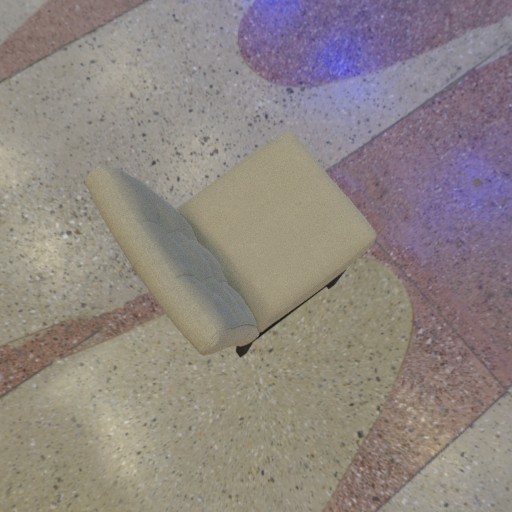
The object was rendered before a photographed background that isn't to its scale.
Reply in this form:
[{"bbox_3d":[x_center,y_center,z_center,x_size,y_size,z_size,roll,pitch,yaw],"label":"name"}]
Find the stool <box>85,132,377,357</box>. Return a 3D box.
[{"bbox_3d":[0.000,0.000,1.316,0.548,1.047,0.411,-35,78,-9],"label":"stool"}]
